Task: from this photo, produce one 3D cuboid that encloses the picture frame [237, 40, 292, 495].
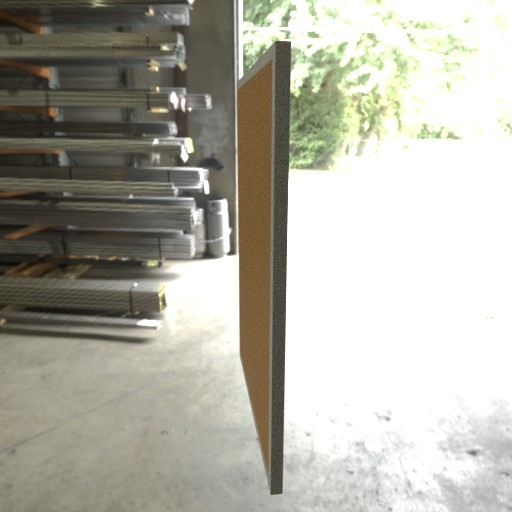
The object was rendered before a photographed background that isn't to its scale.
[{"bbox_3d":[0.000,0.000,0.551,0.013,0.434,0.305,-2,16,-8],"label":"picture frame"}]
